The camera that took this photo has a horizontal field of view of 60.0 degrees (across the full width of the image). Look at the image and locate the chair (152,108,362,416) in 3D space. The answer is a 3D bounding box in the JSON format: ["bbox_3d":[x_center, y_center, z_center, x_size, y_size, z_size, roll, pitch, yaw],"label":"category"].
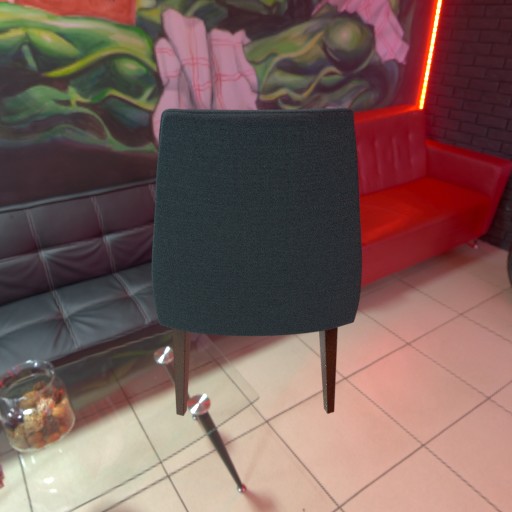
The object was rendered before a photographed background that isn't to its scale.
[{"bbox_3d":[0.000,0.000,1.206,0.529,0.861,0.544,-1,29,-1],"label":"chair"}]
